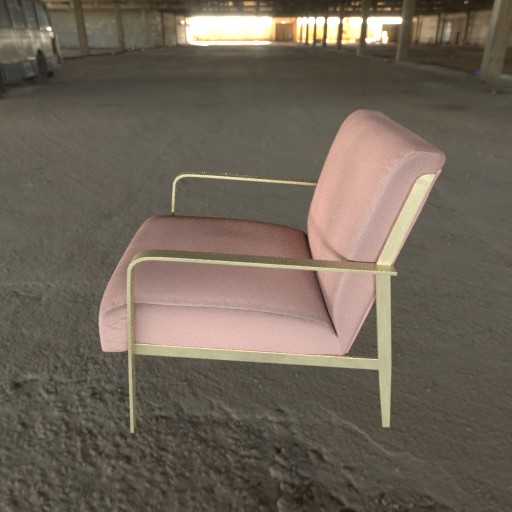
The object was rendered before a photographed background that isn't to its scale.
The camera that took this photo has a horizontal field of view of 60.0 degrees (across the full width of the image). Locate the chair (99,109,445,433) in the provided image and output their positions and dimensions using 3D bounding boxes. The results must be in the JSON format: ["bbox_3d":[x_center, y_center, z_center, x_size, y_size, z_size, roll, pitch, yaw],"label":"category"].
[{"bbox_3d":[0.000,0.000,1.413,0.848,0.823,0.701,0,27,0],"label":"chair"}]
